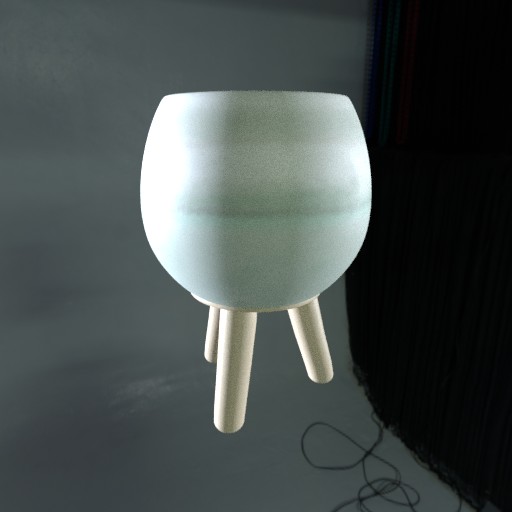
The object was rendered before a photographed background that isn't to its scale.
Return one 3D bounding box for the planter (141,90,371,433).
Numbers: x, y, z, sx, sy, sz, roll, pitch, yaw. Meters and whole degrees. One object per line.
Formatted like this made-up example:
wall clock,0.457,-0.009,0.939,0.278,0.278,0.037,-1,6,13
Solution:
planter,0.000,0.000,0.332,0.161,0.224,0.161,0,16,0
